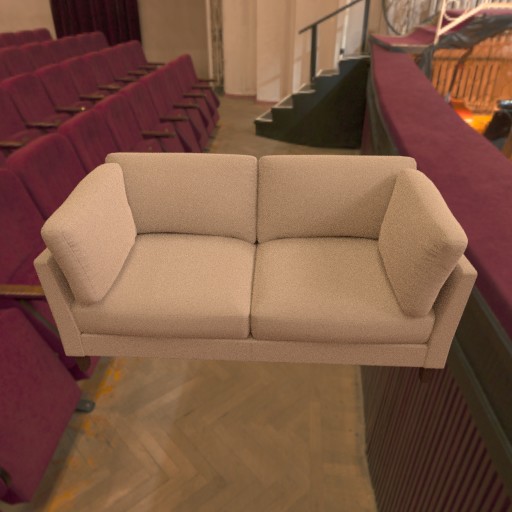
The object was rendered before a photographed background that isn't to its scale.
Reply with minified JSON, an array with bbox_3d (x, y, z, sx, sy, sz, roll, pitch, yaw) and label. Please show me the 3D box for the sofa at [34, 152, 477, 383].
[{"bbox_3d":[0.000,0.000,2.239,1.776,0.836,0.970,1,30,2],"label":"sofa"}]
